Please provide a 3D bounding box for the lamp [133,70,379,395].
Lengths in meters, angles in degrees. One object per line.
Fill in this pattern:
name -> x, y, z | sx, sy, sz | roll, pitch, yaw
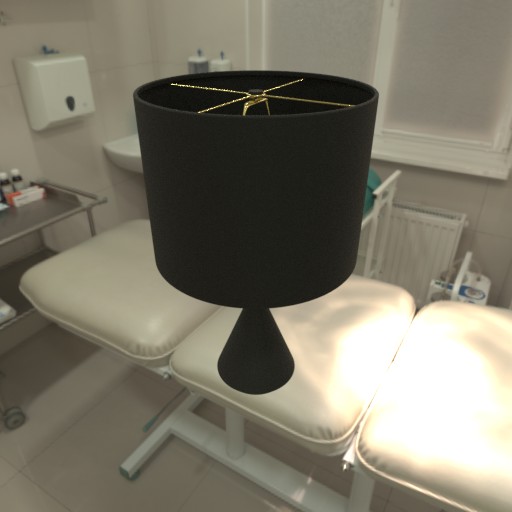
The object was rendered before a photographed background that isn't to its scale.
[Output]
lamp -> 0.000, 0.000, 0.812 | 0.359, 0.584, 0.359 | 17, 35, 27
